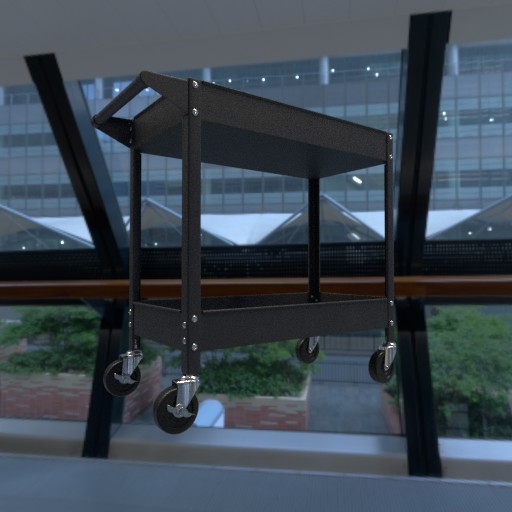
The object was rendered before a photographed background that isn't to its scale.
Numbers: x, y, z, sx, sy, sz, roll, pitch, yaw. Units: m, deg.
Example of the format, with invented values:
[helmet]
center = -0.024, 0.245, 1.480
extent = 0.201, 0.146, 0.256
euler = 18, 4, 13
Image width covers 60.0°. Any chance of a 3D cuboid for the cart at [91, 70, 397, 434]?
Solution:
[cart]
center = 0.000, 0.000, 1.195
extent = 0.779, 0.719, 0.366
euler = 1, -2, -36
